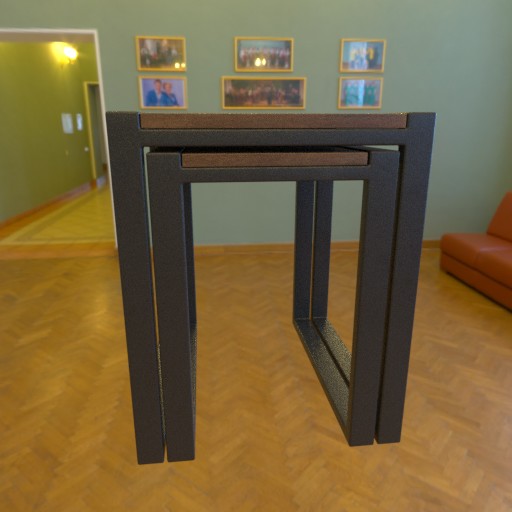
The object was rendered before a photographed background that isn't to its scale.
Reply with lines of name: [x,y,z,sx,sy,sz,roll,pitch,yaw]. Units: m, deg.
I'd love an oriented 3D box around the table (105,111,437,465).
table: [0.000,0.000,0.907,0.449,0.550,0.500,-2,17,-7]
